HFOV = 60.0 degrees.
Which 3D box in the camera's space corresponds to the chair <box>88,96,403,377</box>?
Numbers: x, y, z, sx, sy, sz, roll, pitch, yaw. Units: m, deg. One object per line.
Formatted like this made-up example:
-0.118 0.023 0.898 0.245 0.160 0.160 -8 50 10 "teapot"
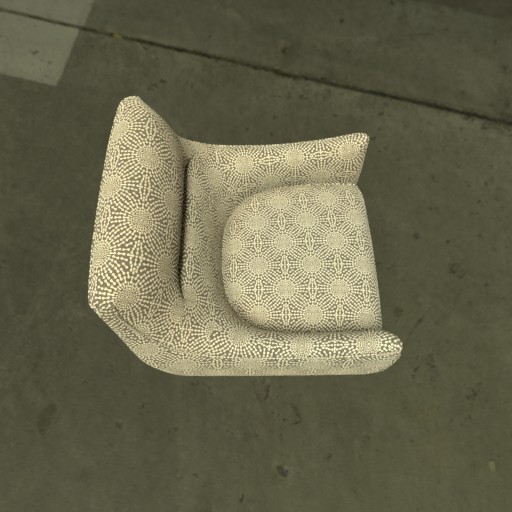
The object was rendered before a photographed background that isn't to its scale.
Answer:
0.000 0.000 1.460 0.787 0.838 0.762 -1 64 0 "chair"
